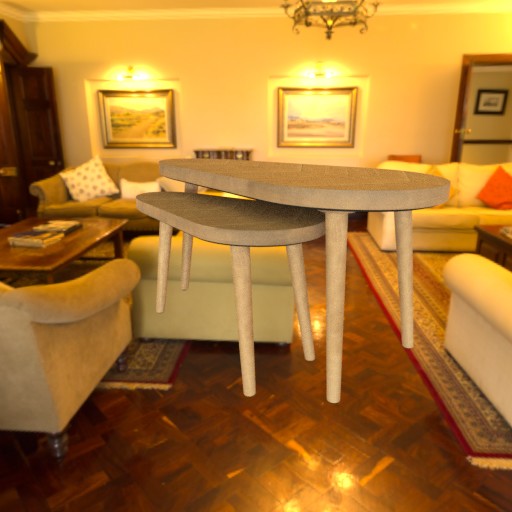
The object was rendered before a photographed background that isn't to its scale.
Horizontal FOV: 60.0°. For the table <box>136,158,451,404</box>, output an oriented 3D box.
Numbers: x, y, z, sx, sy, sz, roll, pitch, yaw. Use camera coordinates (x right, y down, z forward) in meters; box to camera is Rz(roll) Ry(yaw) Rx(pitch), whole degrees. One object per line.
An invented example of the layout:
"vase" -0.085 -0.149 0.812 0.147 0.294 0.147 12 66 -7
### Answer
"table" 0.000 0.000 1.561 0.701 0.595 1.190 -16 23 -43
